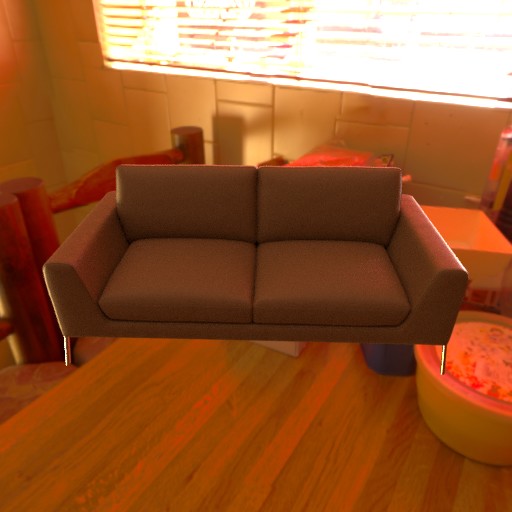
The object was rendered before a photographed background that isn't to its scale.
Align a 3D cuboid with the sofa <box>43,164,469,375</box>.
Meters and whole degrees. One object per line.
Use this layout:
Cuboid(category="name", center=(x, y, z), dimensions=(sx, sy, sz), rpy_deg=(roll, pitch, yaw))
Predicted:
Cuboid(category="sofa", center=(0.000, 0.000, 2.543), dimensions=(2.017, 0.875, 0.953), rpy_deg=(1, 30, 2))
